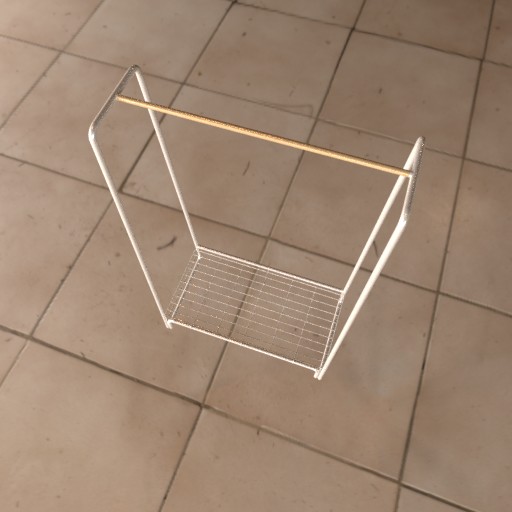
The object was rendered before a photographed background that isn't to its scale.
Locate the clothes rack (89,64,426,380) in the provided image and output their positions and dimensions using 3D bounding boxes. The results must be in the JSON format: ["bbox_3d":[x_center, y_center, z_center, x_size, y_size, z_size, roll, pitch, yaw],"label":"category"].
[{"bbox_3d":[0.000,0.000,1.889,0.900,1.500,0.495,17,64,8],"label":"clothes rack"}]
